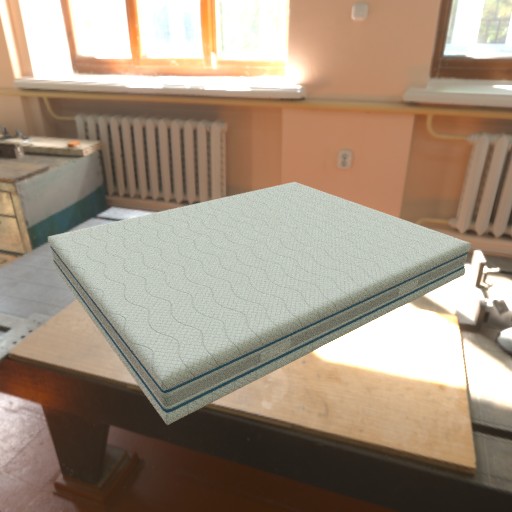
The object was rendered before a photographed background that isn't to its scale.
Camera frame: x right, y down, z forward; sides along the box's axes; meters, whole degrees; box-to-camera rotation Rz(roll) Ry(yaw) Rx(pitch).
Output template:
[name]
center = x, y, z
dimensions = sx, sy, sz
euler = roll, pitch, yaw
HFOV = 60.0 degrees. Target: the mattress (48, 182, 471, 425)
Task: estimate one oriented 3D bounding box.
[mattress]
center = 0.000, 0.000, 2.711
dimensions = 2.000, 0.230, 1.600
euler = -18, 31, -32
